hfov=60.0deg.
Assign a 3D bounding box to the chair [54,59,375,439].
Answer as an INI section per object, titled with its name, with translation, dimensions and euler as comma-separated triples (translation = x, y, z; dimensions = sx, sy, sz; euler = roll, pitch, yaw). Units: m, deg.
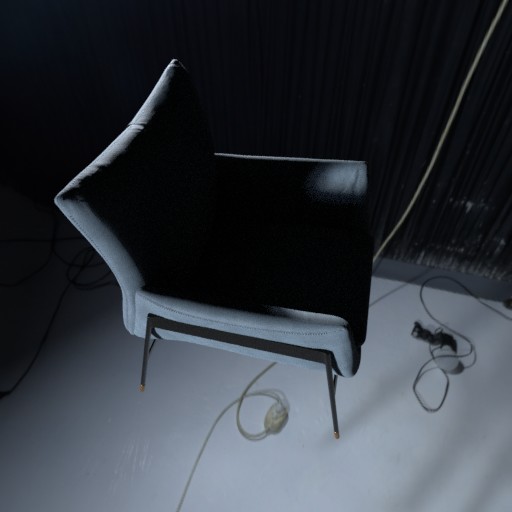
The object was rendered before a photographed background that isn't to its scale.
[chair]
translation = 0.000, 0.000, 1.355
dimensions = 0.709, 0.858, 0.678
euler = 10, 48, 9
